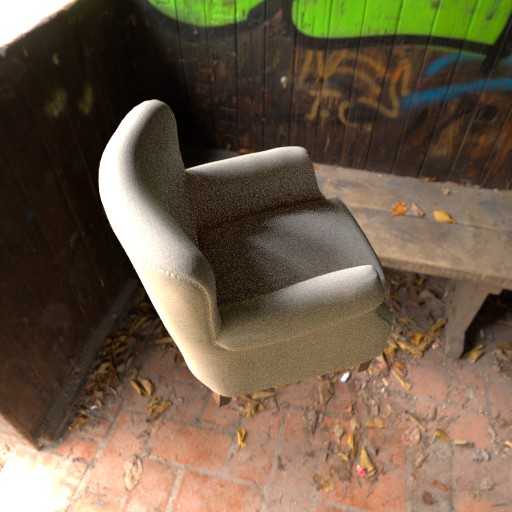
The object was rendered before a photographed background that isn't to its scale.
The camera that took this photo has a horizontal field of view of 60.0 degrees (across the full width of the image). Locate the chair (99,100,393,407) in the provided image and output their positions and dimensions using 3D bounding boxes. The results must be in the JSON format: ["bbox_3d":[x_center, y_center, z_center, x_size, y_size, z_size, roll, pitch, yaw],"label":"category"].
[{"bbox_3d":[0.000,0.000,1.654,0.921,0.936,0.861,-11,48,-10],"label":"chair"}]
